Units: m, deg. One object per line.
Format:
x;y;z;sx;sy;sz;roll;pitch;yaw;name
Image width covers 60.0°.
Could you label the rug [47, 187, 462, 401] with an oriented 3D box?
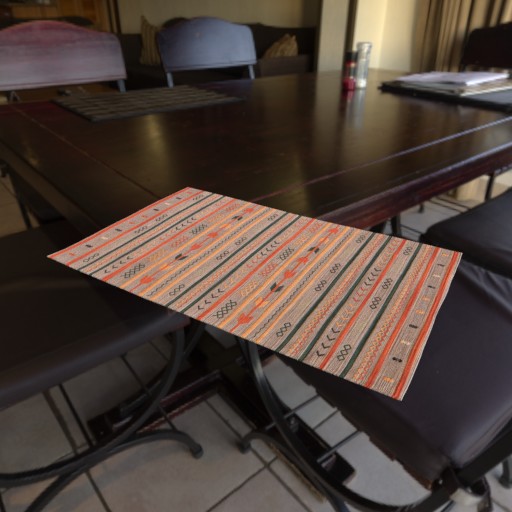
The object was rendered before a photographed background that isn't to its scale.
0.000;0.000;3.069;2.439;0.029;1.537;17;34;27;rug
